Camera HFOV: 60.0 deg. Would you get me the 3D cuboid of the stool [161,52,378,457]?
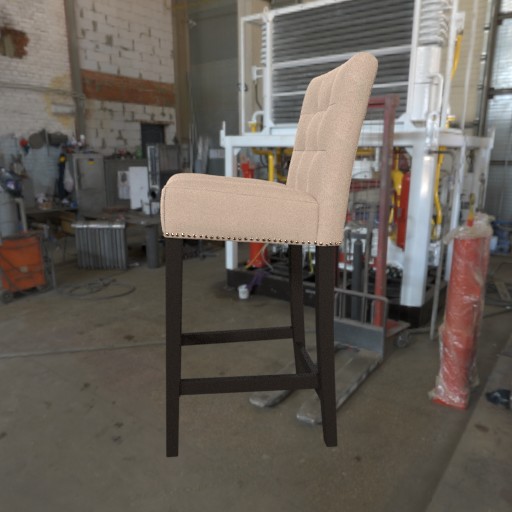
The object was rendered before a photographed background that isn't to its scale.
[{"bbox_3d":[0.000,0.000,1.297,0.548,1.047,0.411,-2,14,-8],"label":"stool"}]
